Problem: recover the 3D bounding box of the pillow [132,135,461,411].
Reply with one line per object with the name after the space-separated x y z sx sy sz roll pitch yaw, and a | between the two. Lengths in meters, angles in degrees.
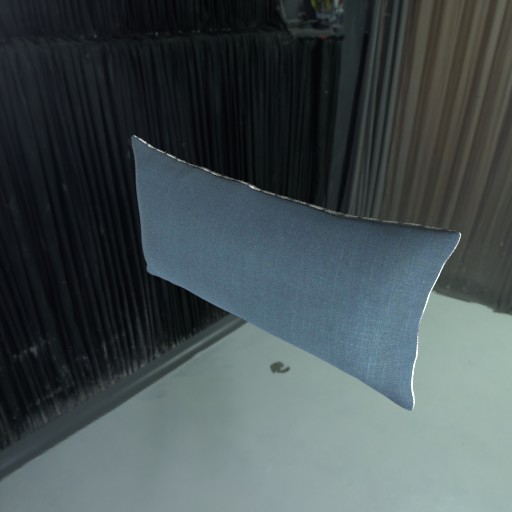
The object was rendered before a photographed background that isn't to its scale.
0.000 0.000 0.749 0.609 0.305 0.151 22 37 33 | pillow
